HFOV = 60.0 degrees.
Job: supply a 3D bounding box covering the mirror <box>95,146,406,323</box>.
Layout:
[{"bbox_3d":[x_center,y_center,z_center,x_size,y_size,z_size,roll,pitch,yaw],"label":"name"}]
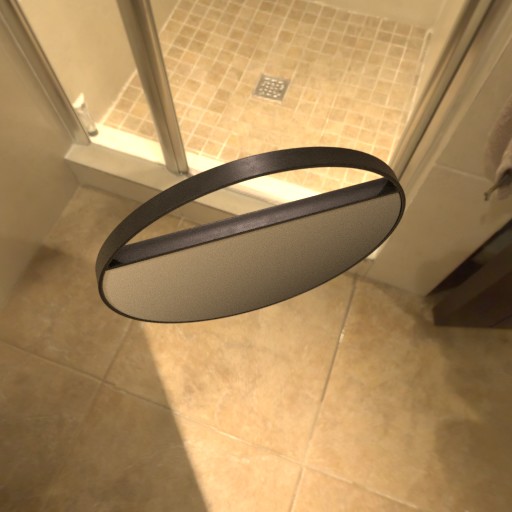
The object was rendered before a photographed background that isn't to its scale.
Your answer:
[{"bbox_3d":[0.000,0.000,0.827,0.565,0.565,0.032,-15,66,-7],"label":"mirror"}]
